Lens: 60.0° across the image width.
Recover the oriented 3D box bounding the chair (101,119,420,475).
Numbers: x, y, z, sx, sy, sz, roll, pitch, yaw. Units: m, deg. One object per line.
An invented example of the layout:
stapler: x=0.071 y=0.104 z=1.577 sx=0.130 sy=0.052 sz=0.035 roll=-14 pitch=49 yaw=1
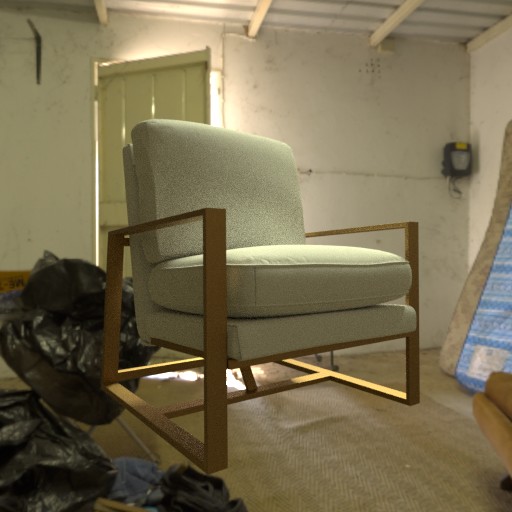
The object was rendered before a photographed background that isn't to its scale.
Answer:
chair: x=0.000 y=0.000 z=1.514 sx=0.805 sy=0.966 sz=0.813 roll=0 pitch=1 yaw=-36
